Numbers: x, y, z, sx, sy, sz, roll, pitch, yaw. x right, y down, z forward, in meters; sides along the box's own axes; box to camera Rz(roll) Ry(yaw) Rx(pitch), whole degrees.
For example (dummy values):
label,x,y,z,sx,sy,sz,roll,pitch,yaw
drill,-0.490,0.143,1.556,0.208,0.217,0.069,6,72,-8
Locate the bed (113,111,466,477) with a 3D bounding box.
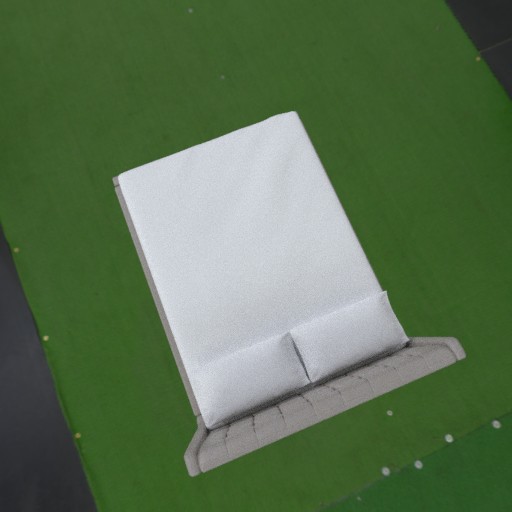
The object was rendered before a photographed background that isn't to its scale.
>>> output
label,x,y,z,sx,sy,sz,roll,pitch,yaw
bed,0.000,0.000,3.191,1.656,1.147,2.232,-22,77,-5
